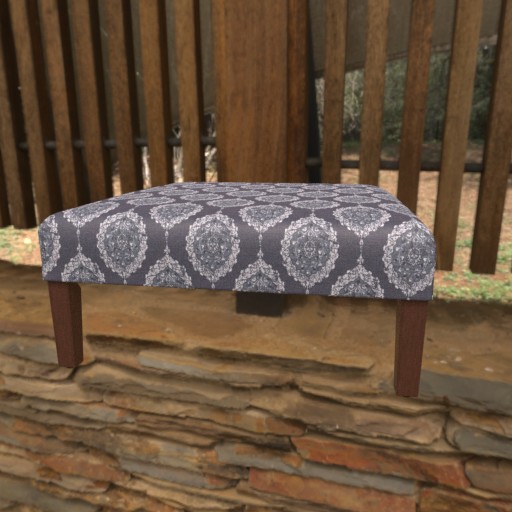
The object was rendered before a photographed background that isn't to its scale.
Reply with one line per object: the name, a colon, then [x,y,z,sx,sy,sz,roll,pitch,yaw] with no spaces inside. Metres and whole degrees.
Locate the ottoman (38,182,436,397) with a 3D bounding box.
ottoman: [0.000,0.000,1.411,0.889,0.409,0.890,2,14,9]
